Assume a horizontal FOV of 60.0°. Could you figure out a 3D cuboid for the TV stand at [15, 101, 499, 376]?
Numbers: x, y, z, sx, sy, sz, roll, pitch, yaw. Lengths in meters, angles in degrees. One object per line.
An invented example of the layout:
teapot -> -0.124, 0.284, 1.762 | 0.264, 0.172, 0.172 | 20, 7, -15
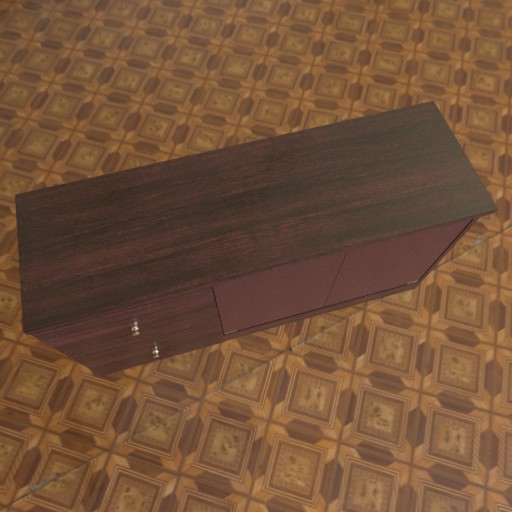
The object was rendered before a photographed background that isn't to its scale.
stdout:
TV stand -> 0.000, 0.000, 1.419 | 1.192, 0.614, 0.404 | -14, 66, -7
